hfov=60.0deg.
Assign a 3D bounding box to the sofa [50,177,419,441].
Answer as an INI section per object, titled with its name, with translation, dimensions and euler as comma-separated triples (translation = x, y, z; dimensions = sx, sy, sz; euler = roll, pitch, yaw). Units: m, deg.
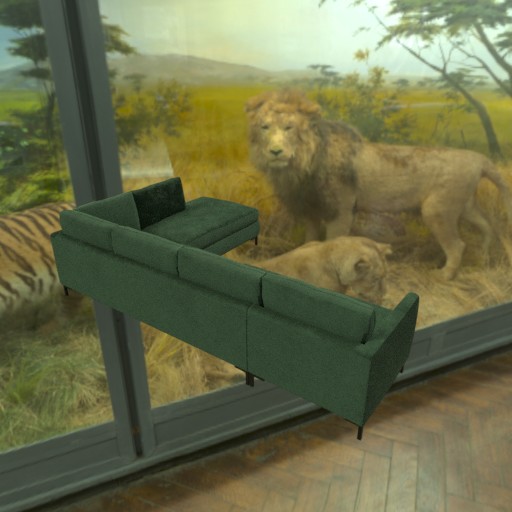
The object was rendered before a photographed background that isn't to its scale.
[sofa]
translation = 0.000, 0.000, 3.232
dimensions = 2.486, 0.687, 1.707
euler = 17, 30, 32
